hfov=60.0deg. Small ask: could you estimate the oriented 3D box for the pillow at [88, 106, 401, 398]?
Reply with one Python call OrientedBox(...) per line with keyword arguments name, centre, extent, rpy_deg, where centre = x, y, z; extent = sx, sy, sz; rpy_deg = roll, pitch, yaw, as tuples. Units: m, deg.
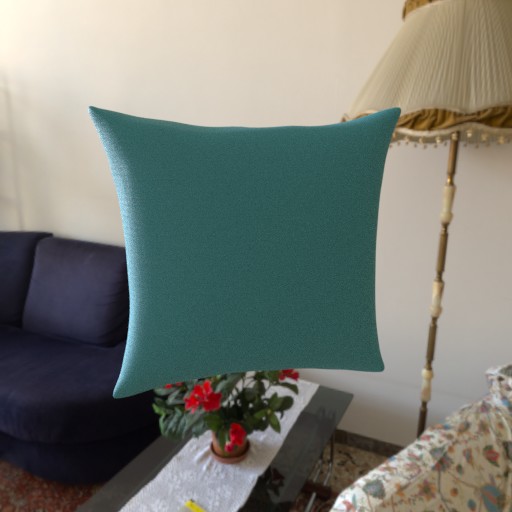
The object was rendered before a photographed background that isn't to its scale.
OrientedBox(name="pillow", centre=(0.000, 0.000, 0.770), extent=(0.514, 0.497, 0.150), rpy_deg=(-3, 14, -10))
